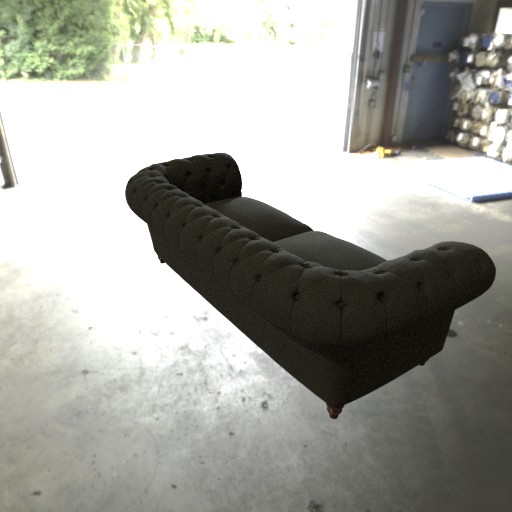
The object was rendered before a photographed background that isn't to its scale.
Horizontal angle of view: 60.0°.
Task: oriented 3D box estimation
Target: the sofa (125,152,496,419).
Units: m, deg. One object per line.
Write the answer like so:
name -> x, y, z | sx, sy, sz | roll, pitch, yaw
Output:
sofa -> 0.000, 0.000, 2.666 | 0.991, 0.762, 2.362 | -17, 31, -31
